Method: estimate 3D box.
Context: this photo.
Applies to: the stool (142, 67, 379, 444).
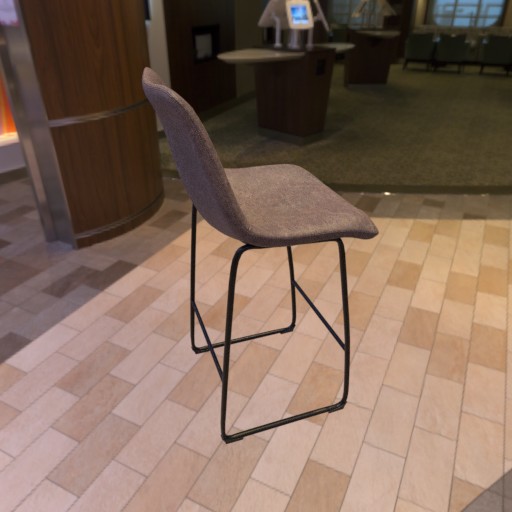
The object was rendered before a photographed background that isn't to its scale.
[{"bbox_3d":[0.000,0.000,1.389,0.561,1.082,0.514,-10,32,-17],"label":"stool"}]
